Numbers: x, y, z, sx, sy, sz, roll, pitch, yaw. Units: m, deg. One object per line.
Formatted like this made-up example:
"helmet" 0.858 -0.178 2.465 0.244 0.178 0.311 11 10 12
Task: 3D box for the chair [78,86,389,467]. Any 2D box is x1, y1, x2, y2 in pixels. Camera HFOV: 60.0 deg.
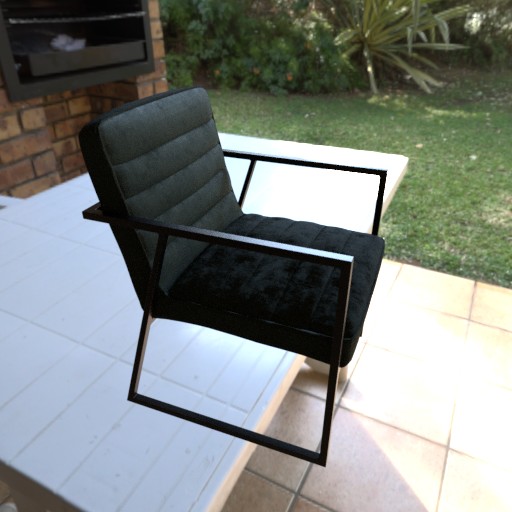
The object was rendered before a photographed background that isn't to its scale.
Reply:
"chair" 0.000 0.000 1.263 0.677 0.833 0.571 11 32 18
